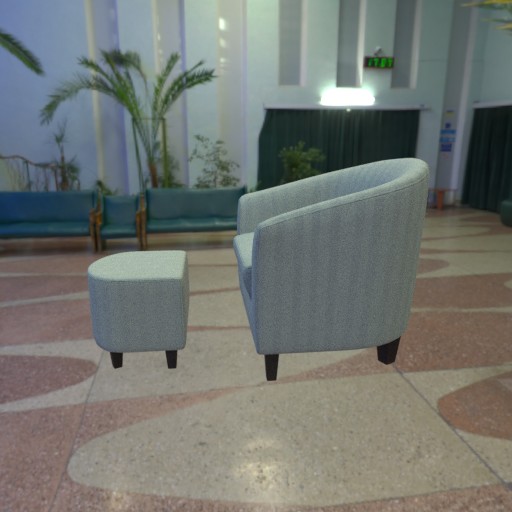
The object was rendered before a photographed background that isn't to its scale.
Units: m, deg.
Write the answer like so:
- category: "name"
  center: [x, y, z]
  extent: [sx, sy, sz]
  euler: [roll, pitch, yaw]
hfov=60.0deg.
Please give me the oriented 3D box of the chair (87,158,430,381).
- category: "chair"
  center: [0.000, 0.000, 1.764]
  extent: [1.288, 0.757, 0.756]
  euler: [-2, 14, -7]
